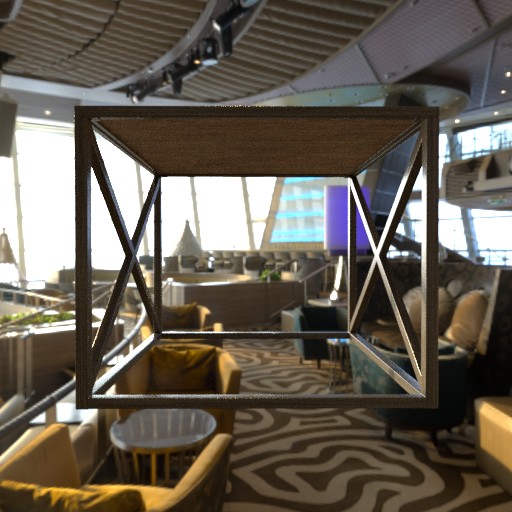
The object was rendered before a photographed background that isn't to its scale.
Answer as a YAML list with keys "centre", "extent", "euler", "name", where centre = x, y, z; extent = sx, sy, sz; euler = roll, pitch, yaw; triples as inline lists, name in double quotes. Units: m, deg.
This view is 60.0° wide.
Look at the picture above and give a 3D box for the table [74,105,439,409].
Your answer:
- centre: [0.000, 0.000, 1.046]
  extent: [0.609, 0.507, 0.611]
  euler: [0, 1, 0]
  name: "table"
